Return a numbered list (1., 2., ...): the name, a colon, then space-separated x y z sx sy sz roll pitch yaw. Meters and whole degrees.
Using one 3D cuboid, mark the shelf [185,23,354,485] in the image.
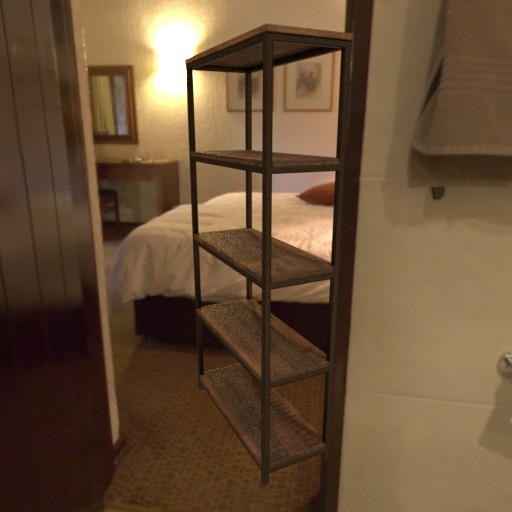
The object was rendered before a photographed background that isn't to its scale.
1. shelf: 0.000 0.000 2.167 0.359 1.860 0.874 -8 18 -25
